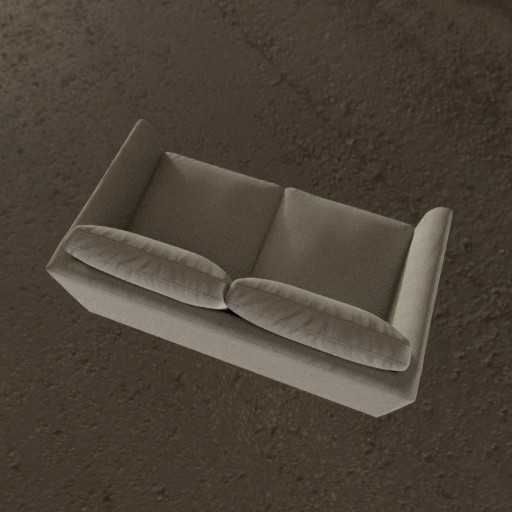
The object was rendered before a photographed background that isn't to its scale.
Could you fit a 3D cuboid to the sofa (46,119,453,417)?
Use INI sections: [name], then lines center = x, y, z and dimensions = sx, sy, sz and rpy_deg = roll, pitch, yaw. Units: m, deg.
[sofa]
center = 0.000, 0.000, 2.522
dimensions = 1.905, 0.839, 1.091
rpy_deg = 18, 65, 9
